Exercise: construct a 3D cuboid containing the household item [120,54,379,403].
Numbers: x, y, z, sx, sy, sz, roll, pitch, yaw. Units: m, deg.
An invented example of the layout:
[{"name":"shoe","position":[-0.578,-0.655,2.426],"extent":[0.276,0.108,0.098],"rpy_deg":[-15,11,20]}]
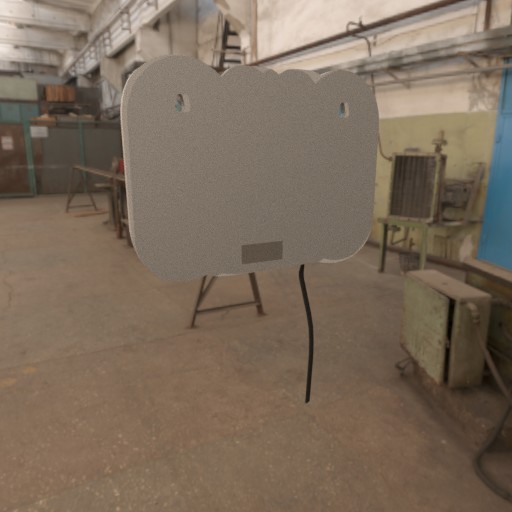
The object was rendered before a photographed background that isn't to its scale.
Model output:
[{"name":"household item","position":[0.000,0.000,0.371],"extent":[0.211,0.294,0.042],"rpy_deg":[-7,16,-26]}]
